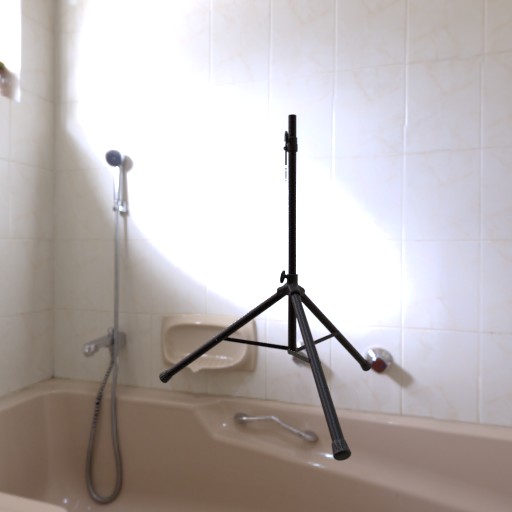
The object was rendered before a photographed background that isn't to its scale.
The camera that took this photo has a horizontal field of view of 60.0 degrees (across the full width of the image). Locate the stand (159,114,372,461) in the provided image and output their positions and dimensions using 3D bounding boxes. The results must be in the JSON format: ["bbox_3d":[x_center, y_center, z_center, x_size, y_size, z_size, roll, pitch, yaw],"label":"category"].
[{"bbox_3d":[0.000,0.000,1.841,0.907,1.136,1.045,0,0,19],"label":"stand"}]
